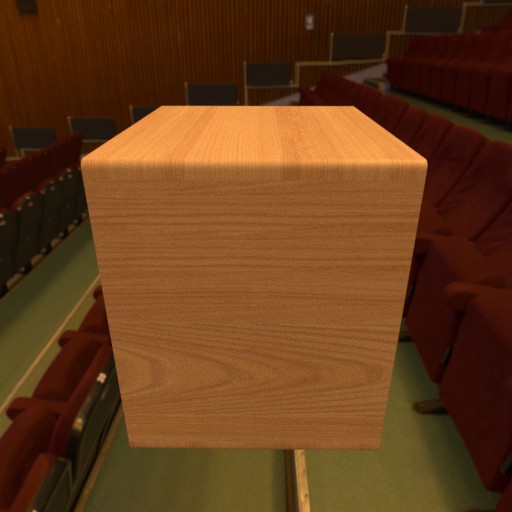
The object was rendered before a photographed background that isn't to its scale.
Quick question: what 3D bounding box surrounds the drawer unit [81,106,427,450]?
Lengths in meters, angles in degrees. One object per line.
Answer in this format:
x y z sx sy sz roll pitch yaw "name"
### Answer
0.000 0.000 0.598 0.290 0.344 0.344 0 26 1 "drawer unit"
